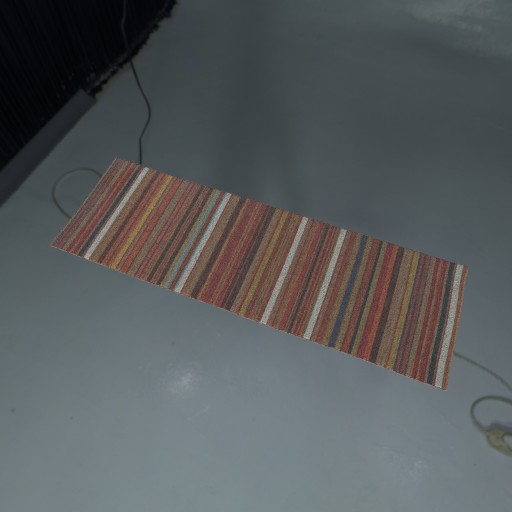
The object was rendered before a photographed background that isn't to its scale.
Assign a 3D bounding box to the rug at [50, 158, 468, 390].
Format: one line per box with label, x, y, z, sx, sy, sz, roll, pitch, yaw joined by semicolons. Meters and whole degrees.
rug;0.000;0.000;2.715;2.444;0.030;0.799;19;61;11
